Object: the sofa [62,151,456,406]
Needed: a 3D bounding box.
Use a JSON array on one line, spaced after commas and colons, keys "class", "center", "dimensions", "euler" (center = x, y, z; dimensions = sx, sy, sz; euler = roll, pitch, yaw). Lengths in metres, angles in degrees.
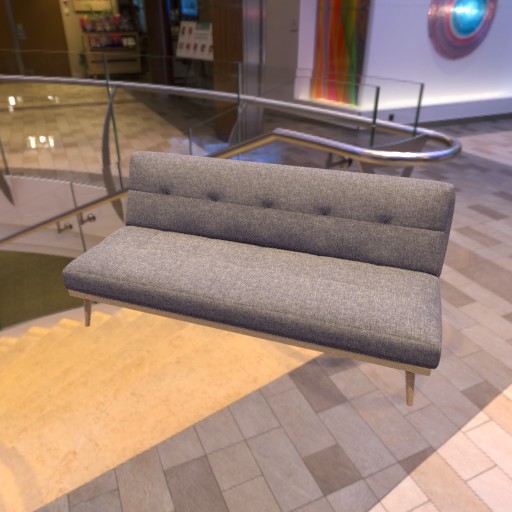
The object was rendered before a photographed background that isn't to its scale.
[{"class": "sofa", "center": [0.000, 0.000, 2.277], "dimensions": [1.820, 0.770, 0.820], "euler": [10, 30, 17]}]
